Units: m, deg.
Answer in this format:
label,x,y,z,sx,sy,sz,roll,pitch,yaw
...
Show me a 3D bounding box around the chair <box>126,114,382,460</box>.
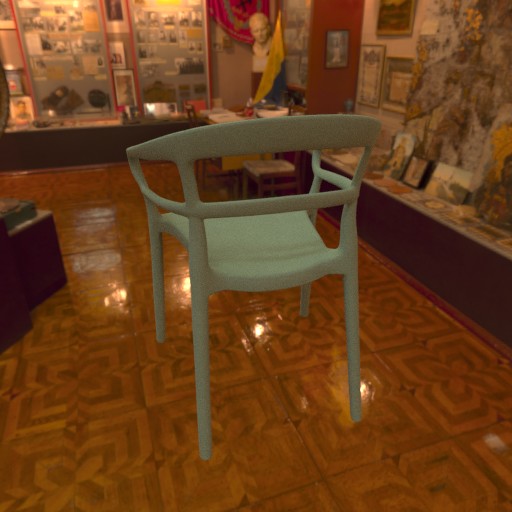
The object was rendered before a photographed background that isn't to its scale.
label,x,y,z,sx,sy,sz,roll,pitch,yaw
chair,0.000,0.000,1.121,0.559,0.761,0.527,-8,27,-15
